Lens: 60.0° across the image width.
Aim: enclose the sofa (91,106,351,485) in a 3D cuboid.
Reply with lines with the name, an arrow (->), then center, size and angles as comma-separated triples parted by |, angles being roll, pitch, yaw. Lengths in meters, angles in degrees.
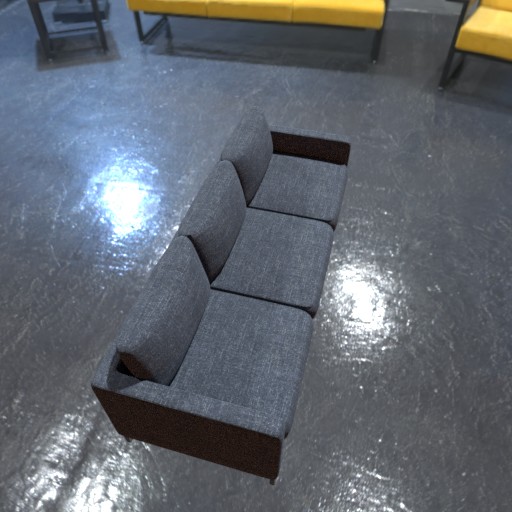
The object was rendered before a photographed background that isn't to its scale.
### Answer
sofa -> 0.000, 0.000, 2.671 | 0.859, 0.874, 2.218 | 11, 48, 11
